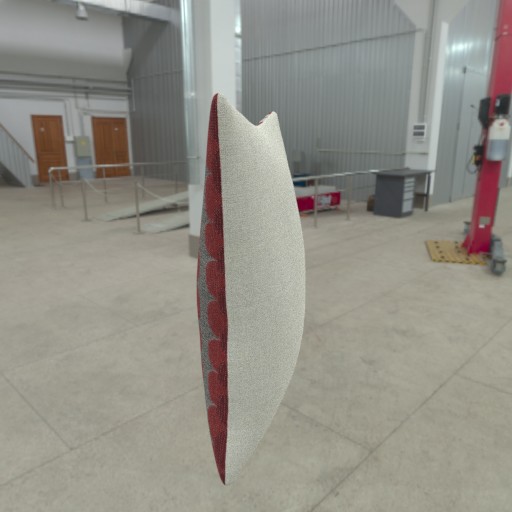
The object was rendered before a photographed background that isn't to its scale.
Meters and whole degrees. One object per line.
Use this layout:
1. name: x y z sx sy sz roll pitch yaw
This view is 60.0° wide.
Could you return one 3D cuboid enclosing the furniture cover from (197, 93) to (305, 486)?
1. furniture cover: 0.000 0.000 0.645 0.145 0.420 0.435 2 15 9
